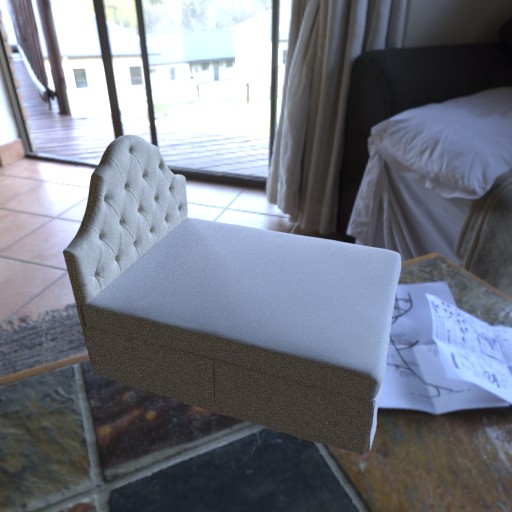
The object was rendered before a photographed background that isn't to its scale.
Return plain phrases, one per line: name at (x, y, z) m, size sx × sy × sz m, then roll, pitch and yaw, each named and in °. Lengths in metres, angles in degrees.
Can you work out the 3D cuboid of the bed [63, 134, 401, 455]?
bed at (0.000, 0.000, 3.266) m, size 2.092 × 1.575 × 1.627 m, roll 10°, pitch 32°, yaw 17°
